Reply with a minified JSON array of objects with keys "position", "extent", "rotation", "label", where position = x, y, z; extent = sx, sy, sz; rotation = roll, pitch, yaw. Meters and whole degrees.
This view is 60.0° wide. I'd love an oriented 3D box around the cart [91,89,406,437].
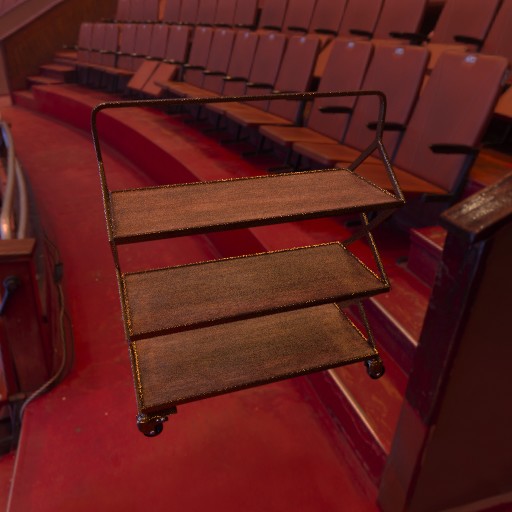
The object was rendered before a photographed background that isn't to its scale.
[{"position":[0.000,0.000,1.172],"extent":[0.723,0.805,0.313],"rotation":[-9,29,-16],"label":"cart"}]
